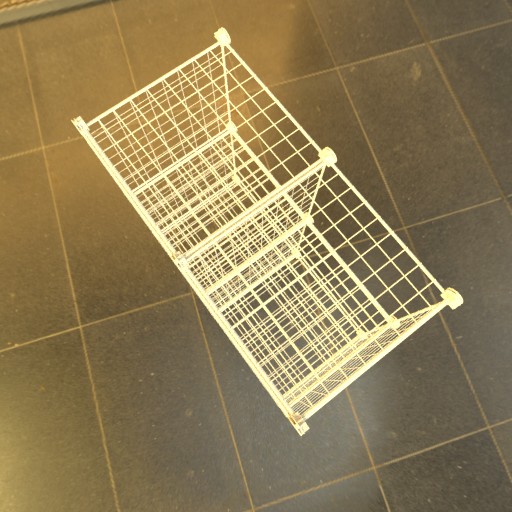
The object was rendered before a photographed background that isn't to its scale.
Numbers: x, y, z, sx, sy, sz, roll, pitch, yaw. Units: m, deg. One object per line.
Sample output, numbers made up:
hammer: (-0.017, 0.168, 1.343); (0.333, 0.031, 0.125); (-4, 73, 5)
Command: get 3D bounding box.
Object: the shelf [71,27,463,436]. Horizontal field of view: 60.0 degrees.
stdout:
shelf: (0.000, 0.000, 1.139); (0.356, 0.711, 0.711); (-36, 78, -9)
